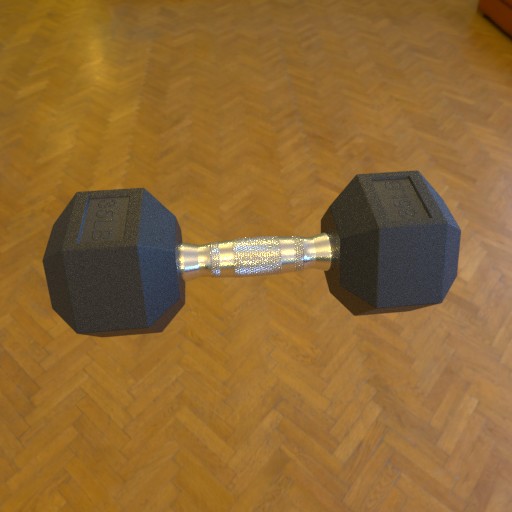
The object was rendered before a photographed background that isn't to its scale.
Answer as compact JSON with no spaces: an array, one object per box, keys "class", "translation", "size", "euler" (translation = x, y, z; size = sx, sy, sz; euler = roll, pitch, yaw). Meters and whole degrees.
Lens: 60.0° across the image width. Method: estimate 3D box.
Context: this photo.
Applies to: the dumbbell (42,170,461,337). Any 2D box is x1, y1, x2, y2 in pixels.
[{"class":"dumbbell","translation":[0.000,0.000,0.417],"size":[0.356,0.123,0.141],"euler":[-4,48,-4]}]
